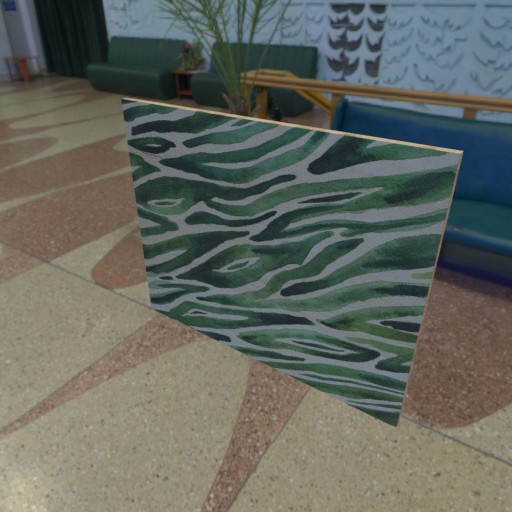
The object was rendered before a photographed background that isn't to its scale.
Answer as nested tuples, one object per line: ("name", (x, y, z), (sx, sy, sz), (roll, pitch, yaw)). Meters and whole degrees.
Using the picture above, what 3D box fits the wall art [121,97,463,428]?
("wall art", (0.000, 0.000, 0.675), (0.508, 0.408, 0.012), (19, 35, 30))
